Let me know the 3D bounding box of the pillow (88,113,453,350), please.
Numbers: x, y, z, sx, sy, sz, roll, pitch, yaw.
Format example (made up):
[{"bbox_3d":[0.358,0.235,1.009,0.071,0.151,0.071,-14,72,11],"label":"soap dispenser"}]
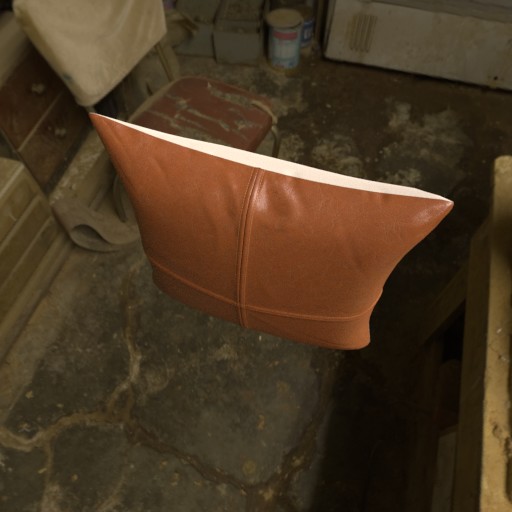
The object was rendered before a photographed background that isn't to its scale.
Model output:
[{"bbox_3d":[0.000,0.000,0.773,0.501,0.477,0.192,16,59,10],"label":"pillow"}]
